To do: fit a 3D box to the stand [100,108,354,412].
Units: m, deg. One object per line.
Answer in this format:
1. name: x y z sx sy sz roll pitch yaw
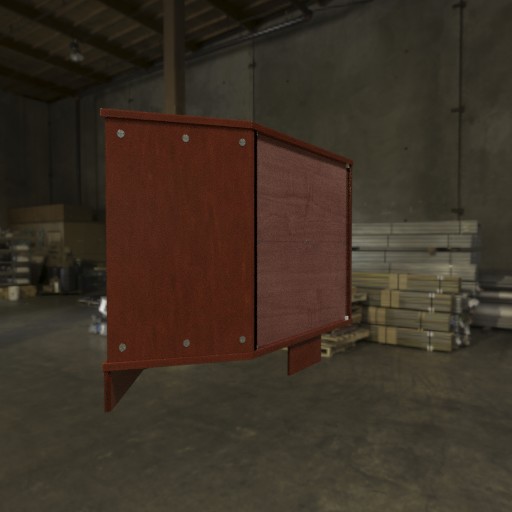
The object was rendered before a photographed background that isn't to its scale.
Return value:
1. stand: 0.000 0.000 1.328 0.381 0.614 1.072 1 2 35
